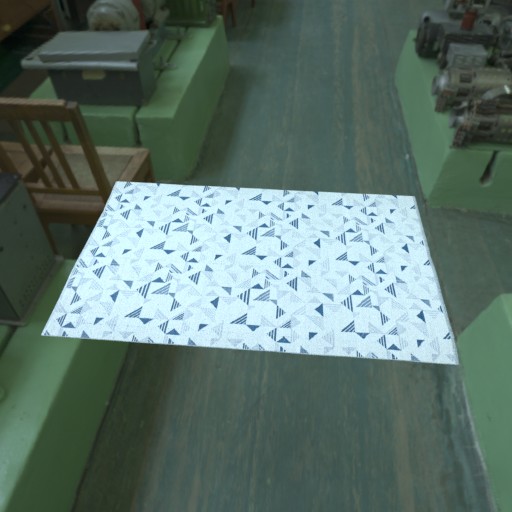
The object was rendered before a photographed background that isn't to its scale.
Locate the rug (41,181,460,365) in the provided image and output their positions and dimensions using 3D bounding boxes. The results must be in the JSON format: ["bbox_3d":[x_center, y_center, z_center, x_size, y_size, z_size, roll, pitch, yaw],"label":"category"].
[{"bbox_3d":[0.000,0.000,3.092,2.457,0.009,1.512,3,47,3],"label":"rug"}]
